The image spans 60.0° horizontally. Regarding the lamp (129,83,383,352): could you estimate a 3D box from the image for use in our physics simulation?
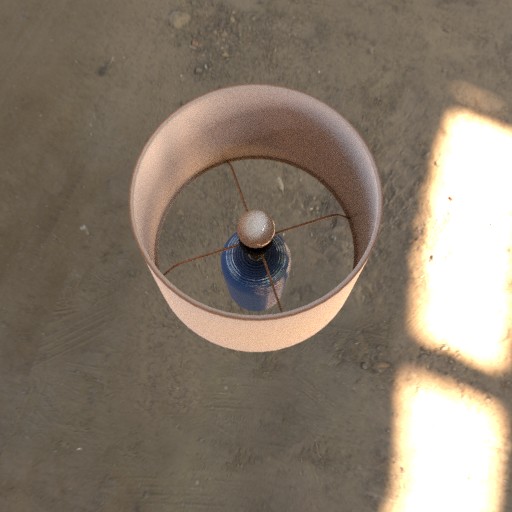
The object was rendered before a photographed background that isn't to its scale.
[{"bbox_3d":[0.000,0.000,0.850,0.367,0.609,0.367,0,75,0],"label":"lamp"}]
